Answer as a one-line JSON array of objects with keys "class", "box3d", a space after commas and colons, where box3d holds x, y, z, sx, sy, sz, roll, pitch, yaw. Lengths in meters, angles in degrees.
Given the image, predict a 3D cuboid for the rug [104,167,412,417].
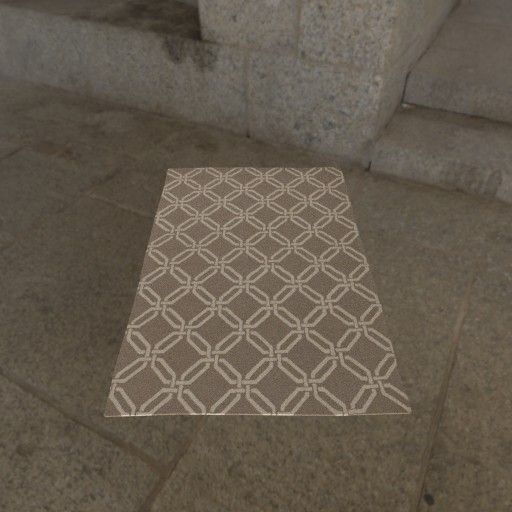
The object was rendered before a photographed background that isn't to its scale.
[{"class": "rug", "box3d": [0.000, 0.000, 2.270, 1.142, 0.010, 1.748, 0, 42, -1]}]
